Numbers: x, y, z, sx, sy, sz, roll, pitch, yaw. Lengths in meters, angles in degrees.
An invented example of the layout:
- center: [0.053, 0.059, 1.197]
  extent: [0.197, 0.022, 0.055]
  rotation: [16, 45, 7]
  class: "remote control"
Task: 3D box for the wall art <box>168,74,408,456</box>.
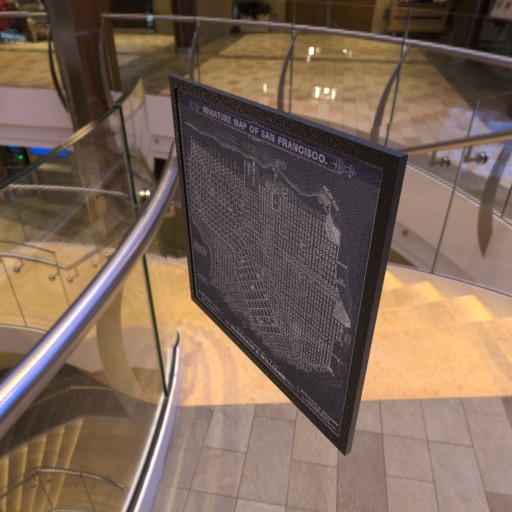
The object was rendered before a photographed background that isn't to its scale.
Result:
- center: [0.000, 0.000, 1.207]
  extent: [0.022, 0.807, 0.807]
  rotation: [-22, 39, -30]
  class: "wall art"
